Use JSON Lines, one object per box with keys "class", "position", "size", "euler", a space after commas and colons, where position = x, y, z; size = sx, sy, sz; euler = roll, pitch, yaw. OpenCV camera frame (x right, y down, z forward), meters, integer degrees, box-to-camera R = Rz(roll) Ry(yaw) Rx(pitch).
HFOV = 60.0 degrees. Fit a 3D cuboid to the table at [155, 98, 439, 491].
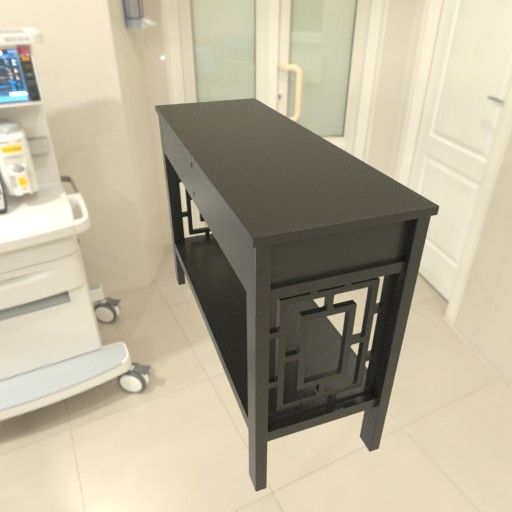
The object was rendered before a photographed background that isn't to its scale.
{"class": "table", "position": [0.000, 0.000, 1.431], "size": [0.397, 0.753, 1.068], "euler": [-11, 33, -17]}
